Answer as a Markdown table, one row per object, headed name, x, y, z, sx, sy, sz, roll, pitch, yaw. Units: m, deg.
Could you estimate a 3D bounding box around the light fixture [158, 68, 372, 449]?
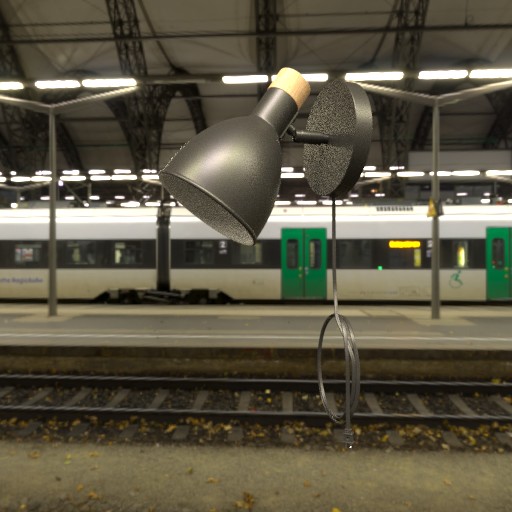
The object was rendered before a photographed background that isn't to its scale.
| name | x | y | z | sx | sy | sz | roll | pitch | yaw |
| --- | --- | --- | --- | --- | --- | --- | --- | --- | --- |
| light fixture | 0.000 | 0.000 | 0.469 | 0.203 | 0.401 | 0.127 | 0 | 0 | -18 |
